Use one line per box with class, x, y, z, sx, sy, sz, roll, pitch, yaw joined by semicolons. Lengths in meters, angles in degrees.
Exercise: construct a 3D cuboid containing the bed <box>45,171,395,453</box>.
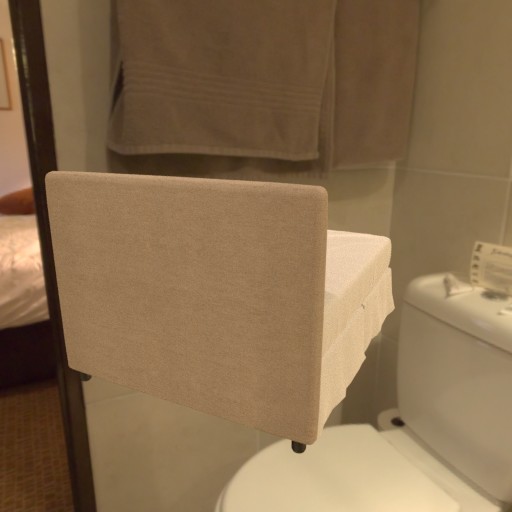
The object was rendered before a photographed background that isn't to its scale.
bed;0.000;0.000;3.236;1.713;1.330;2.162;8;18;26
